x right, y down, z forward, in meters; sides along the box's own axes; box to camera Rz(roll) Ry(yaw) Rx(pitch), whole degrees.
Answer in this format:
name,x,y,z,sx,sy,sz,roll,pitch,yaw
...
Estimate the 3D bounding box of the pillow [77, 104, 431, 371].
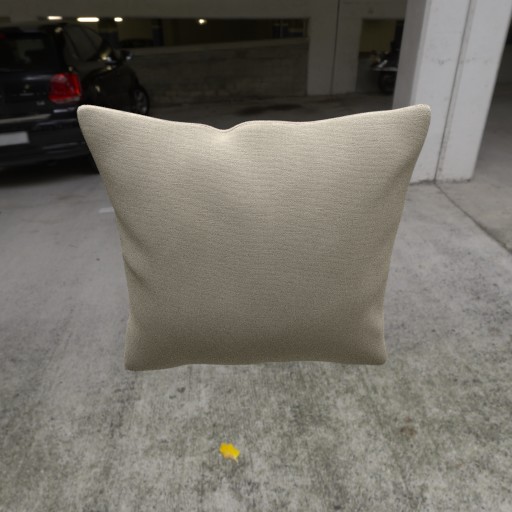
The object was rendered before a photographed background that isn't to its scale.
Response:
name,x,y,z,sx,sy,sz,roll,pitch,yaw
pillow,0.000,0.000,0.640,0.437,0.420,0.162,-1,29,-2
